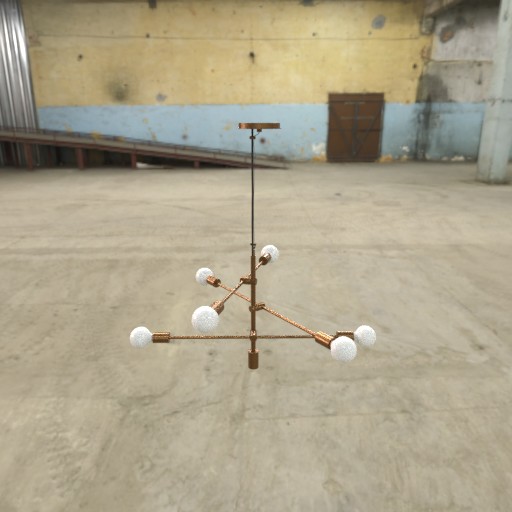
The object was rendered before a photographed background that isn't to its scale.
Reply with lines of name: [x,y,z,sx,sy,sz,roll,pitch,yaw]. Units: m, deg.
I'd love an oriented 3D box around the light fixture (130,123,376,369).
light fixture: [0.000,0.000,1.294,0.682,0.744,0.637,9,19,27]
